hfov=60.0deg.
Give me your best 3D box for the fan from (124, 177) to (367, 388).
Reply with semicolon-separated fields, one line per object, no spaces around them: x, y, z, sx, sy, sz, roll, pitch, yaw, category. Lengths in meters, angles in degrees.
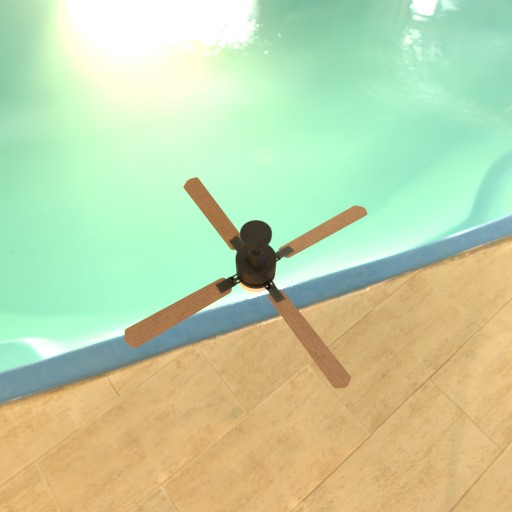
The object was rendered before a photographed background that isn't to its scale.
0.000;0.000;1.980;1.320;0.355;1.320;-29;62;-17;fan
